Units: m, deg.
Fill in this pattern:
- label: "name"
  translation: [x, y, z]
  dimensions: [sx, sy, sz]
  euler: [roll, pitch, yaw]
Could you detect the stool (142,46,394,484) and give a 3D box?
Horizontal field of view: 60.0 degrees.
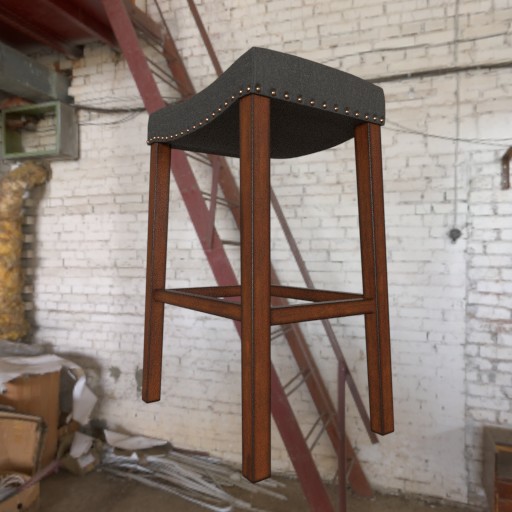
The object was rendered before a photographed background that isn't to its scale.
- label: "stool"
  translation: [0.000, 0.000, 1.036]
  dimensions: [0.366, 0.748, 0.502]
  euler: [-1, 1, -35]
